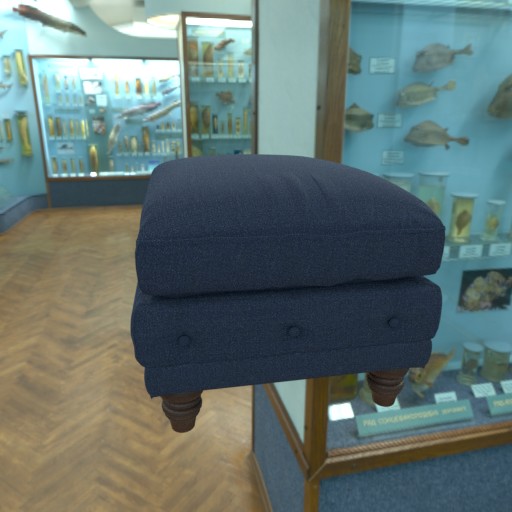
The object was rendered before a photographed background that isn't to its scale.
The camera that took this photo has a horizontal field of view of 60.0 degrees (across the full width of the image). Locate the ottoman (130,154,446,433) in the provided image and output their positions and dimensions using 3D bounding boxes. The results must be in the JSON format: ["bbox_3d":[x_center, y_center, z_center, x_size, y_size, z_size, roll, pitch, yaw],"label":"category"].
[{"bbox_3d":[0.000,0.000,1.115,0.558,0.486,0.767,-3,17,-11],"label":"ottoman"}]
